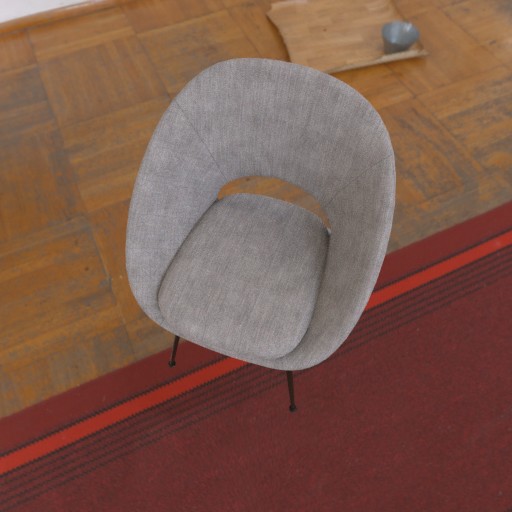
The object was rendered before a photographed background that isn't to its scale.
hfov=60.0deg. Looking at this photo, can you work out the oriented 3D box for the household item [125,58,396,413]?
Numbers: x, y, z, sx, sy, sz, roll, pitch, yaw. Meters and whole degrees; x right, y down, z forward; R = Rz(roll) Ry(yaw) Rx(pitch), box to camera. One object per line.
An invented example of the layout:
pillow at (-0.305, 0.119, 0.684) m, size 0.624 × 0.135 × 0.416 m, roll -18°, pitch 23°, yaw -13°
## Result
household item at (0.000, 0.000, 1.261) m, size 0.643 × 0.869 × 0.587 m, roll 17°, pitch 60°, yaw 10°
